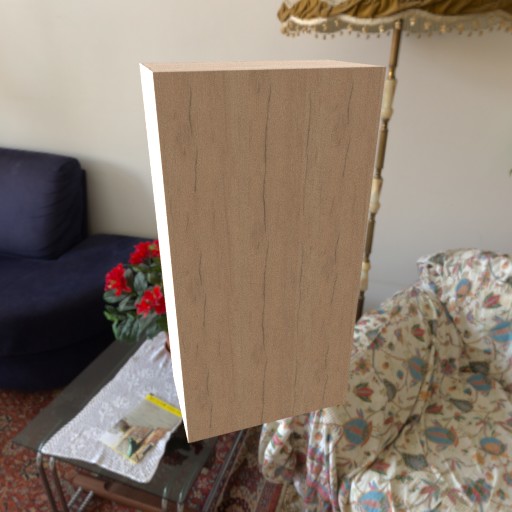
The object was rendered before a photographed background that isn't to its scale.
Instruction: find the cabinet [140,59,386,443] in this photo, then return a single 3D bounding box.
[{"bbox_3d":[0.000,0.000,2.431,0.980,1.930,0.580,-8,28,-16],"label":"cabinet"}]
